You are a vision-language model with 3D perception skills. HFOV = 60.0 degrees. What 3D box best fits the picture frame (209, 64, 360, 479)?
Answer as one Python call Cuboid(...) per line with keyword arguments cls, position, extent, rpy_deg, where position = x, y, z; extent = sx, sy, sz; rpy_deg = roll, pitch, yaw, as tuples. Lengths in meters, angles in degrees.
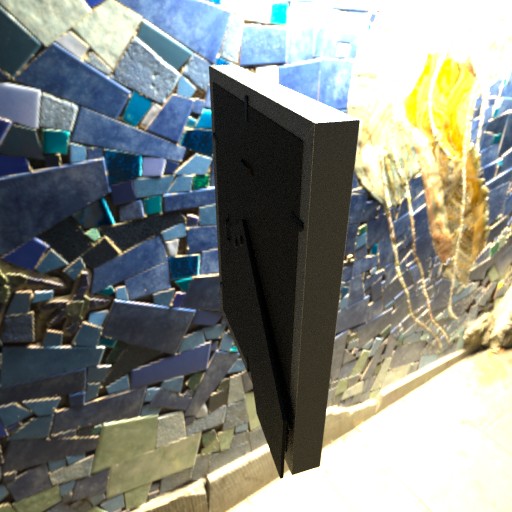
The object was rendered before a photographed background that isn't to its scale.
Cuboid(cls="picture frame", position=(0.000, 0.000, 0.387), extent=(0.036, 0.282, 0.233), rpy_deg=(-9, 31, -16))
